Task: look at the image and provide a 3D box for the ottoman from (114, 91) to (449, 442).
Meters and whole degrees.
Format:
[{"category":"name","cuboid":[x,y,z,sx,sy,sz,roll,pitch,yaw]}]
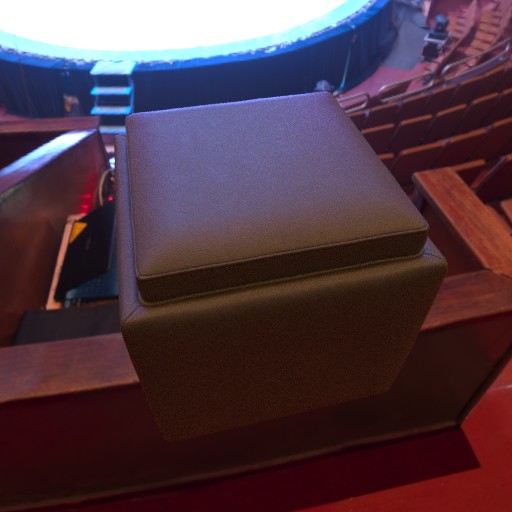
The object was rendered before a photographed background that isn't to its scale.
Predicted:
[{"category":"ottoman","cuboid":[0.000,0.000,0.816,0.450,0.460,0.451,-10,48,-9]}]
